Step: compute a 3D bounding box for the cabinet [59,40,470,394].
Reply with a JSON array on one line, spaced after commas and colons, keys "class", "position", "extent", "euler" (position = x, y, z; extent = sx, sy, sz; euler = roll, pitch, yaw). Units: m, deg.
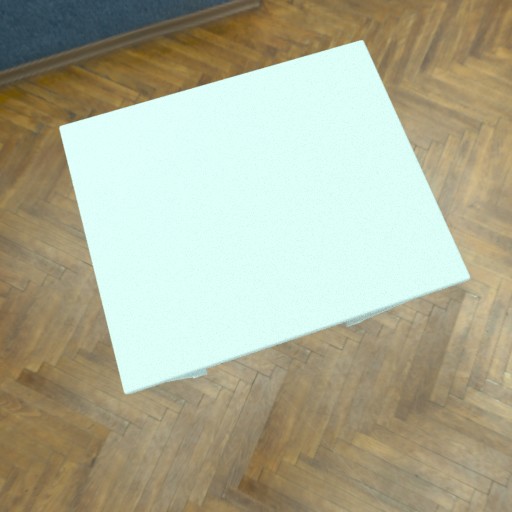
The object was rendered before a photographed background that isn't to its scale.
[{"class": "cabinet", "position": [0.000, 0.000, 1.024], "extent": [0.520, 0.723, 0.431], "euler": [-18, 77, -4]}]
